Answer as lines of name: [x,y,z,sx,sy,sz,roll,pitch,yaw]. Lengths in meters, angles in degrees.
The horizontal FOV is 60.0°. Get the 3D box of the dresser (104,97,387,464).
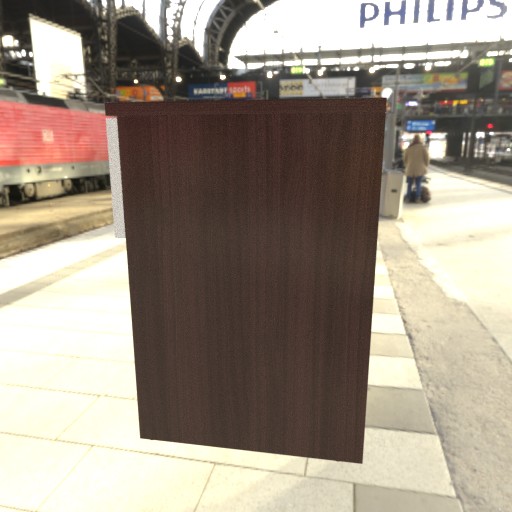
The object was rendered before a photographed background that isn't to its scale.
dresser: [0.000,0.000,0.763,0.360,0.470,0.400,2,14,9]
